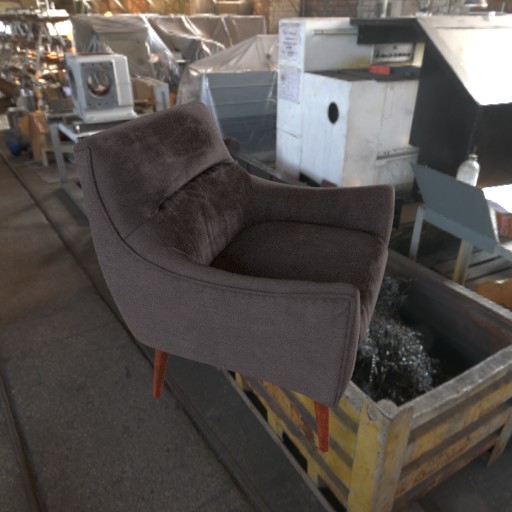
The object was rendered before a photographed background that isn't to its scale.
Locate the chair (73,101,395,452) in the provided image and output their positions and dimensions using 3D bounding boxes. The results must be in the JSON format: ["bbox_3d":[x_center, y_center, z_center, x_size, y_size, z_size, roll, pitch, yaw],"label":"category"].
[{"bbox_3d":[0.000,0.000,1.422,0.787,0.838,0.762,11,30,19],"label":"chair"}]
